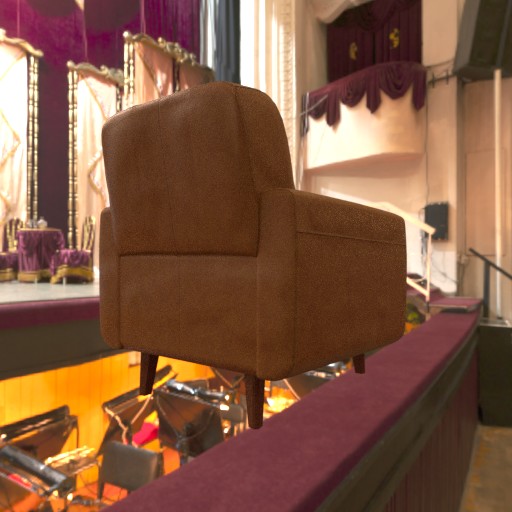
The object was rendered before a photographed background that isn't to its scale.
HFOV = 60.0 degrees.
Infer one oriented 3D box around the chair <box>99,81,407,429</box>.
[{"bbox_3d":[0.000,0.000,1.663,0.845,0.968,0.942,0,0,37],"label":"chair"}]
